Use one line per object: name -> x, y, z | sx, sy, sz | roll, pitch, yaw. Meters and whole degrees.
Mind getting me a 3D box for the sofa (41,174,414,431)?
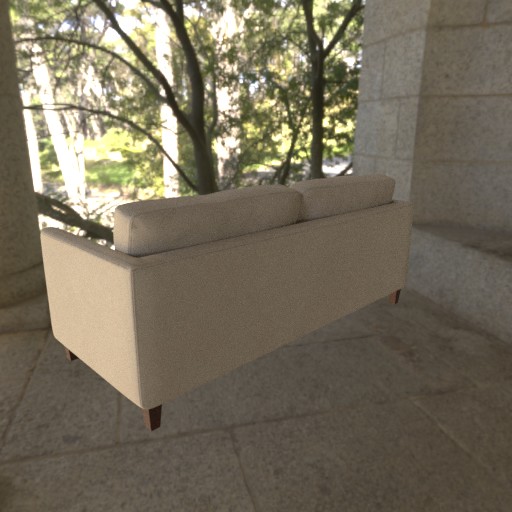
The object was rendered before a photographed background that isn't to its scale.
sofa -> 0.000, 0.000, 2.697 | 2.181, 0.932, 0.948 | -15, 21, -42
